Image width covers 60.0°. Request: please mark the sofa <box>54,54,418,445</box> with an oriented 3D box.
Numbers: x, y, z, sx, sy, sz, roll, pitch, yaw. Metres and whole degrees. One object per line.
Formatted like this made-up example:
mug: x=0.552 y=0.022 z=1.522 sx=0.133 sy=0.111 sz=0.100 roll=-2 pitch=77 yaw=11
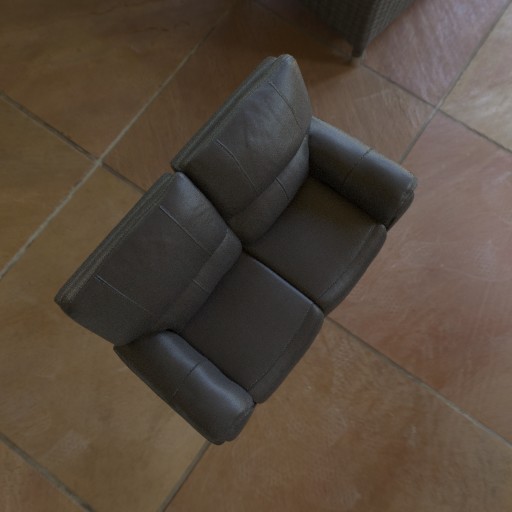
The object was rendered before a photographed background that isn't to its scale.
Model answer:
sofa: x=0.000 y=0.000 z=2.471 sx=1.104 sy=1.111 sz=1.765 roll=37 pitch=79 yaw=8
